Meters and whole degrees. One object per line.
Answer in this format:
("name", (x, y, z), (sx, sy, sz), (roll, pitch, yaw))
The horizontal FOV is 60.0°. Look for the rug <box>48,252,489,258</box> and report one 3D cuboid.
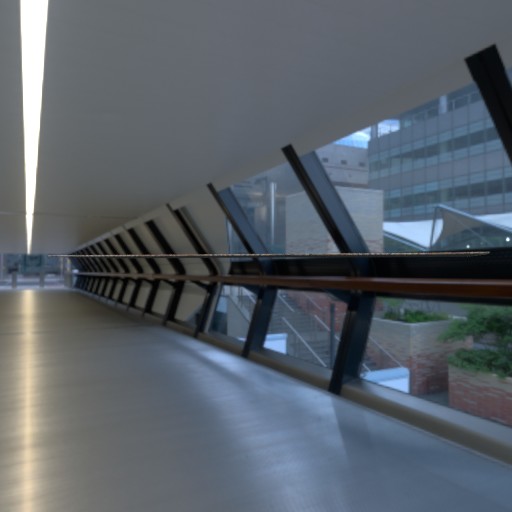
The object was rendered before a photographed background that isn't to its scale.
("rug", (0.000, 0.000, 2.721), (2.443, 0.009, 0.771), (0, -1, 17))
